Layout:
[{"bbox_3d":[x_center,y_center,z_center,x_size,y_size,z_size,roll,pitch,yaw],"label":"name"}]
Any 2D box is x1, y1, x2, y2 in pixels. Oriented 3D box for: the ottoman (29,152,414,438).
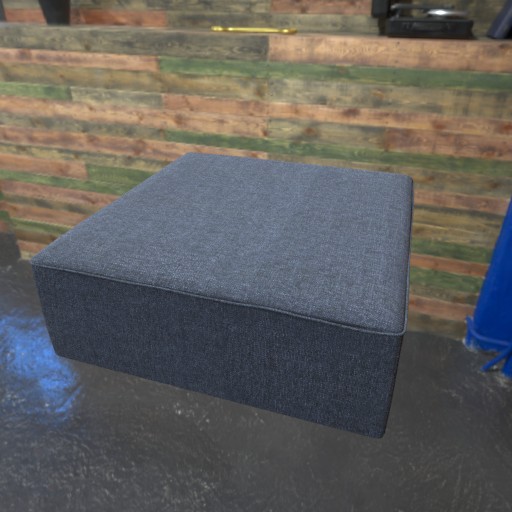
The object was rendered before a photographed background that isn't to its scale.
[{"bbox_3d":[0.000,0.000,1.568,1.017,0.423,1.023,10,32,16],"label":"ottoman"}]
